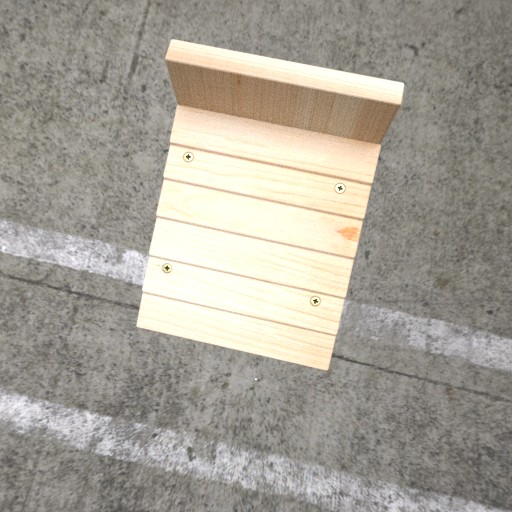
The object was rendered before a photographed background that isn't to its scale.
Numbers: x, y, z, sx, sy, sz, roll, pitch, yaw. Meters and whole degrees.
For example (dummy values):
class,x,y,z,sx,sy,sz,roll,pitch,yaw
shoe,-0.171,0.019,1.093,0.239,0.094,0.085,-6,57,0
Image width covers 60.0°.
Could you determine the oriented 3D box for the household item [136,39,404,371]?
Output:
class,x,y,z,sx,sy,sz,roll,pitch,yaw
household item,0.000,0.000,0.394,0.149,0.300,0.171,12,75,3
